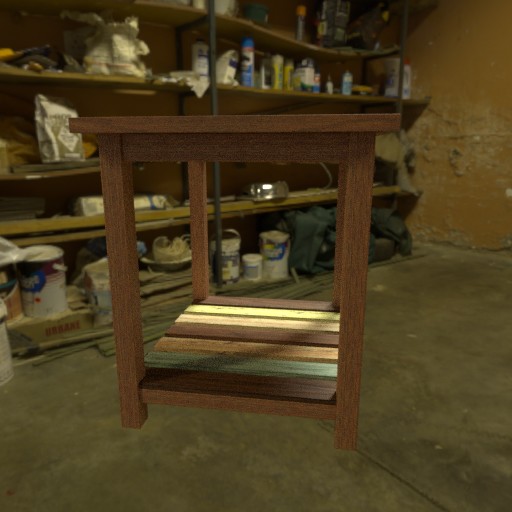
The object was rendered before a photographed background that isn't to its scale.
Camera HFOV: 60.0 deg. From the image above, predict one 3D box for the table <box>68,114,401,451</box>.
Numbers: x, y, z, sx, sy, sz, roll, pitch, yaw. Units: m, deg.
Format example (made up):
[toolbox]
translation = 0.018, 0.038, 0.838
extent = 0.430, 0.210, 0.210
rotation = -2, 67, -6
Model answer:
[table]
translation = 0.000, 0.000, 1.122
extent = 0.559, 0.635, 0.660
rotation = 2, 14, 9
